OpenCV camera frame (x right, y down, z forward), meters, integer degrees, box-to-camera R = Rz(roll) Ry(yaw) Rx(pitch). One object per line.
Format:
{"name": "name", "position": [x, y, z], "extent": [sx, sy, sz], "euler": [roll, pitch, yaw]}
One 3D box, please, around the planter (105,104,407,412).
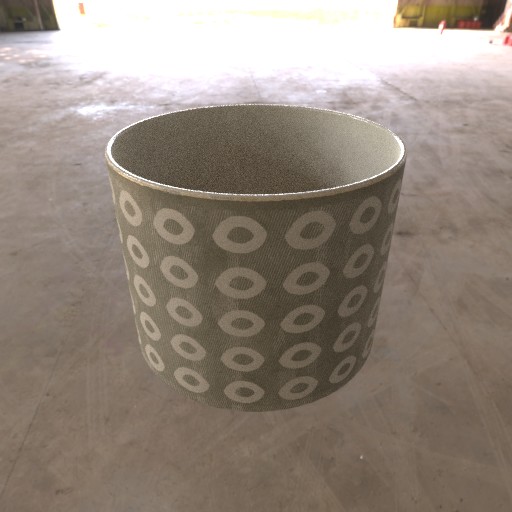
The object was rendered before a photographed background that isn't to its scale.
{"name": "planter", "position": [0.000, 0.000, 0.443], "extent": [0.250, 0.239, 0.250], "euler": [0, 31, 0]}
